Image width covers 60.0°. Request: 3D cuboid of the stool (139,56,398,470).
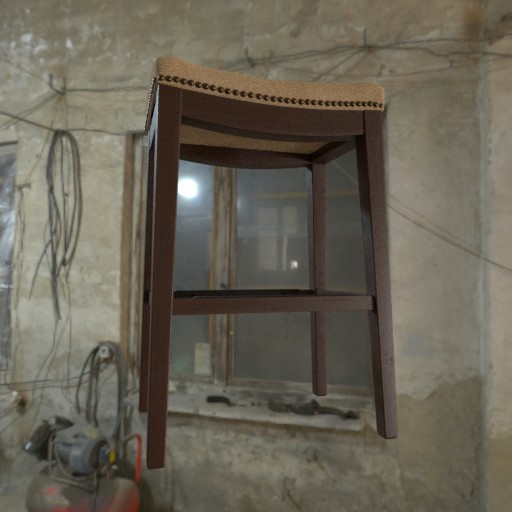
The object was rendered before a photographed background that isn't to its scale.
[{"bbox_3d":[0.000,0.000,1.034,0.509,0.768,0.363,1,-2,-17],"label":"stool"}]
